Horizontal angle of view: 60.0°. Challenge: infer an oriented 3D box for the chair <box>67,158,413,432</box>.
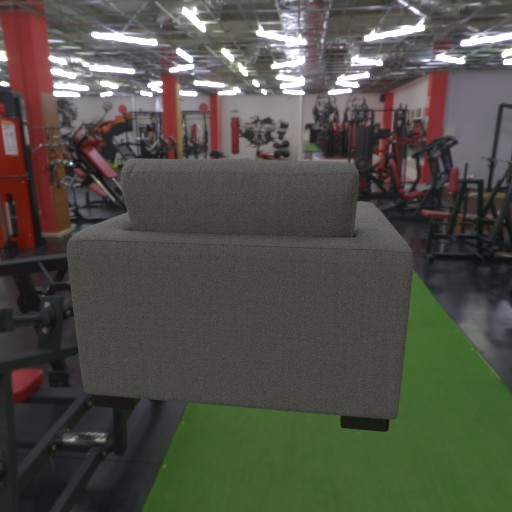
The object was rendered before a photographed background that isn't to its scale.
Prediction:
[{"bbox_3d":[0.000,0.000,1.891,1.070,0.847,1.100,2,15,8],"label":"chair"}]
